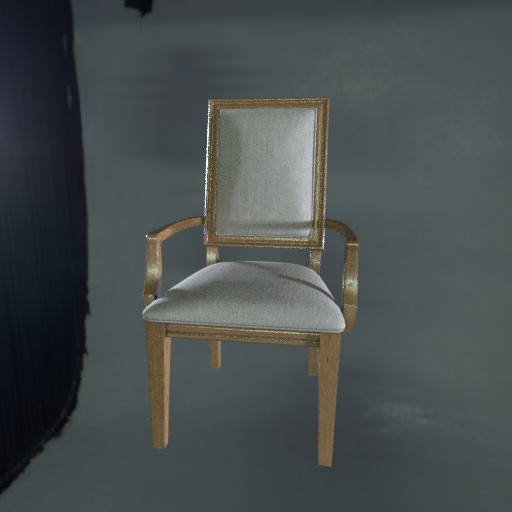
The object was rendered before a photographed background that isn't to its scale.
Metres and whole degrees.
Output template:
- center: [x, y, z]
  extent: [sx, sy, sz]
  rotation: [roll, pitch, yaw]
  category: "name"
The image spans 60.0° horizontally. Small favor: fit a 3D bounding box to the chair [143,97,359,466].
- center: [0.000, 0.000, 1.386]
  extent: [0.606, 0.990, 0.602]
  rotation: [2, 14, 8]
  category: "chair"
